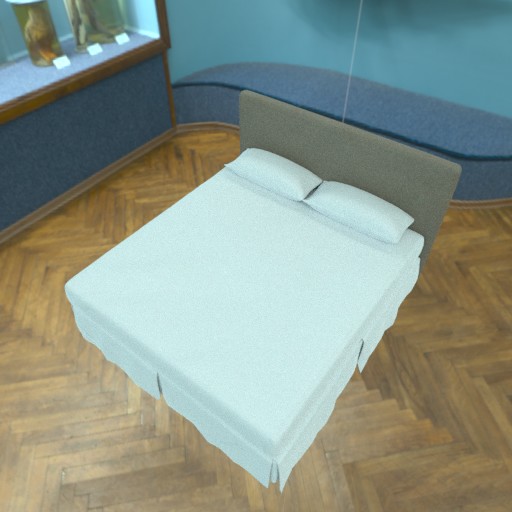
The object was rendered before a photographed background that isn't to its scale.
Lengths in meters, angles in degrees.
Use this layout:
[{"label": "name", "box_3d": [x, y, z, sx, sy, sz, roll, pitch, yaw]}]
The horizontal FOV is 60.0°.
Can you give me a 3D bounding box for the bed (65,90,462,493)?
[{"label": "bed", "box_3d": [0.000, 0.000, 3.487, 2.119, 1.317, 2.341, 29, 52, 25]}]
